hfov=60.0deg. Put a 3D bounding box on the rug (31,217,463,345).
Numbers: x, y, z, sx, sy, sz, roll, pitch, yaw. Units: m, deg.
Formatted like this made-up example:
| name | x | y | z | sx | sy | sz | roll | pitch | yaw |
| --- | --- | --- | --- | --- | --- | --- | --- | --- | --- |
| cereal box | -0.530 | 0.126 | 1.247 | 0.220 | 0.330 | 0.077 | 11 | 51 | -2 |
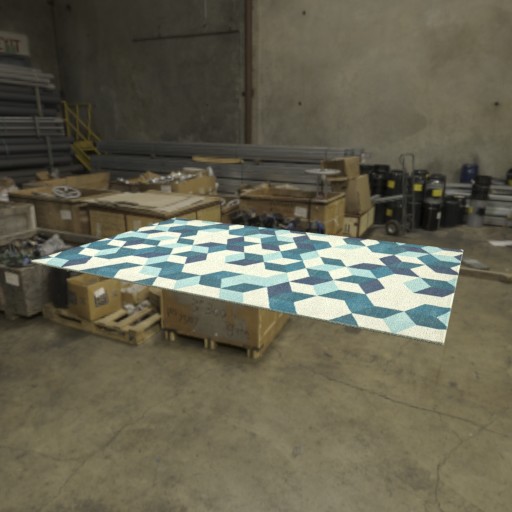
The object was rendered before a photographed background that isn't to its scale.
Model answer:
| name | x | y | z | sx | sy | sz | roll | pitch | yaw |
| --- | --- | --- | --- | --- | --- | --- | --- | --- | --- |
| rug | 0.000 | 0.000 | 2.936 | 2.438 | 0.015 | 1.518 | 8 | 18 | 26 |
